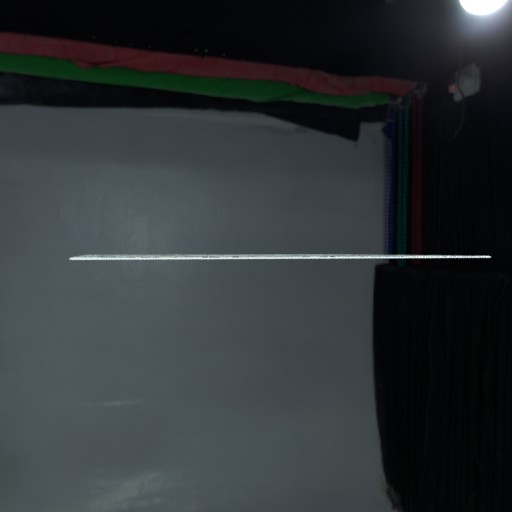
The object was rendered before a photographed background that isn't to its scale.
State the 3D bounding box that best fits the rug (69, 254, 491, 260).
[{"bbox_3d":[0.000,0.000,4.090,3.040,0.014,2.423,0,1,-19],"label":"rug"}]
